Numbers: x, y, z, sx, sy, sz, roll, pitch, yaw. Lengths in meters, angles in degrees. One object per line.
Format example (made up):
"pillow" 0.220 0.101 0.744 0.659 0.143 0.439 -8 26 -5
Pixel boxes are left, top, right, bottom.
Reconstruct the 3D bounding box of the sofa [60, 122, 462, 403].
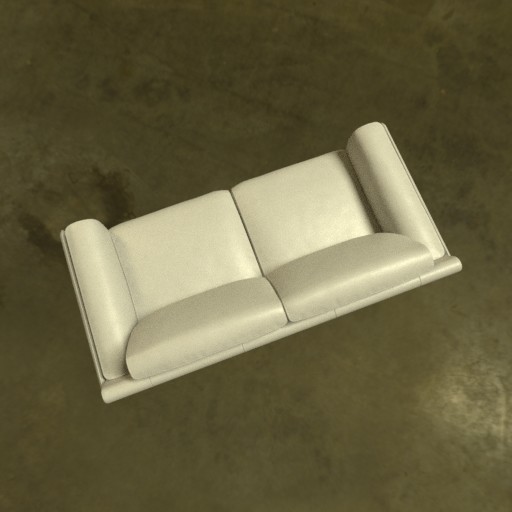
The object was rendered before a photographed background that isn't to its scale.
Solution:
"sofa" 0.000 0.000 2.681 2.101 0.930 1.049 -20 76 -5
